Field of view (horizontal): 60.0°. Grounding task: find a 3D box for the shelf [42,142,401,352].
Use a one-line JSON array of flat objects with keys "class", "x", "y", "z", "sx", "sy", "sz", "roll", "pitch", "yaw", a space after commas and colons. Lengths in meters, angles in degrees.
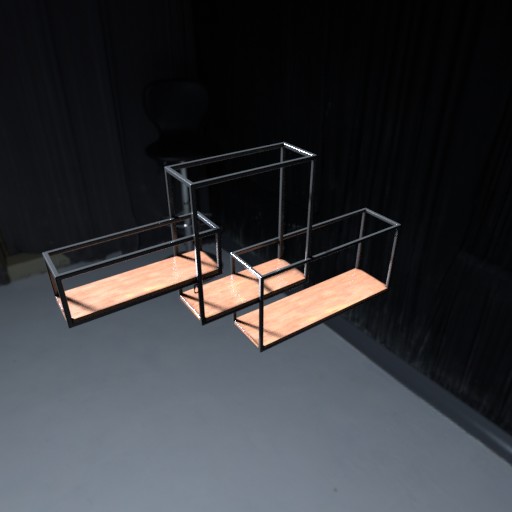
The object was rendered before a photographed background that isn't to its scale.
[{"class": "shelf", "x": 0.000, "y": 0.000, "z": 2.136, "sx": 1.781, "sy": 0.972, "sz": 0.275, "roll": -19, "pitch": 36, "yaw": -29}]
